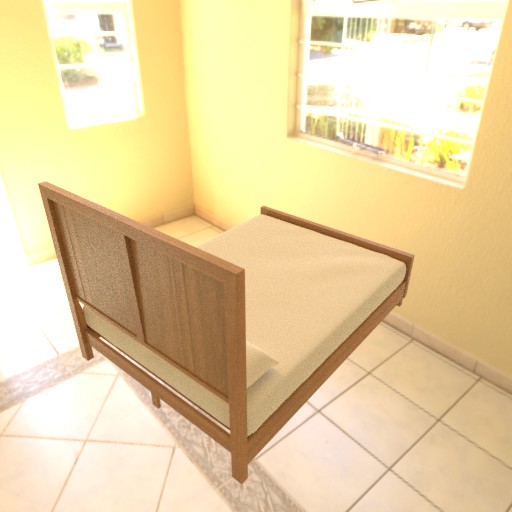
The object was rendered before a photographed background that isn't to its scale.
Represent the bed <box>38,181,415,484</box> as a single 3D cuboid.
[{"bbox_3d":[0.000,0.000,3.300,1.606,1.387,2.184,22,37,34],"label":"bed"}]
